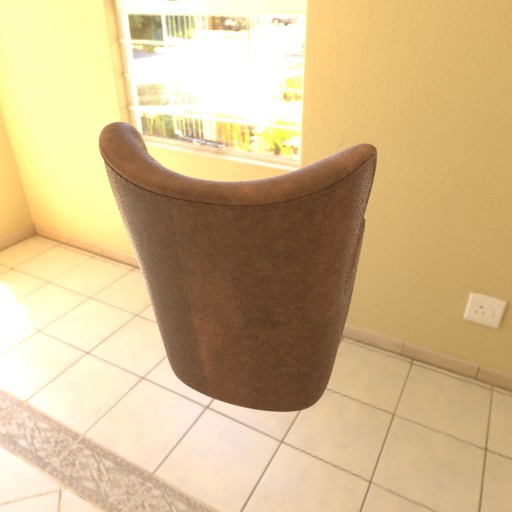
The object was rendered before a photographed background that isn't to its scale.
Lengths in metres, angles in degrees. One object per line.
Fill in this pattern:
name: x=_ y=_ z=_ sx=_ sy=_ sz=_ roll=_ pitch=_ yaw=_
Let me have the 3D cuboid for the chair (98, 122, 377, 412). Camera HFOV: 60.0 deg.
chair: x=0.000 y=0.000 z=1.738 sx=0.831 sy=1.079 sz=0.930 roll=10 pitch=32 yaw=16
